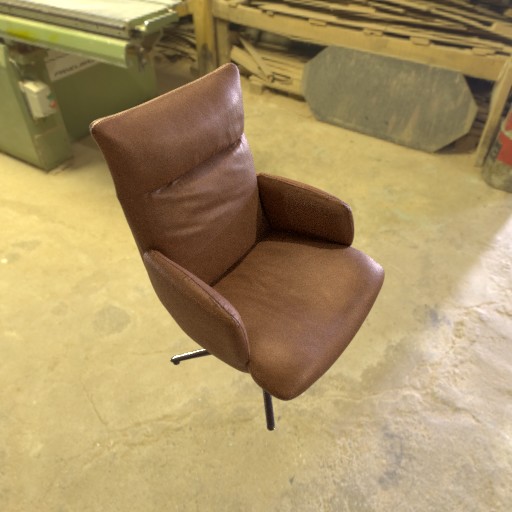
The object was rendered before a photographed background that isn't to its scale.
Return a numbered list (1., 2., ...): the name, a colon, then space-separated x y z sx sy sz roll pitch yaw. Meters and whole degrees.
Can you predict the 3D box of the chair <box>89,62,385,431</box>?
1. chair: 0.000 0.000 1.546 0.794 1.027 0.711 26 48 26
